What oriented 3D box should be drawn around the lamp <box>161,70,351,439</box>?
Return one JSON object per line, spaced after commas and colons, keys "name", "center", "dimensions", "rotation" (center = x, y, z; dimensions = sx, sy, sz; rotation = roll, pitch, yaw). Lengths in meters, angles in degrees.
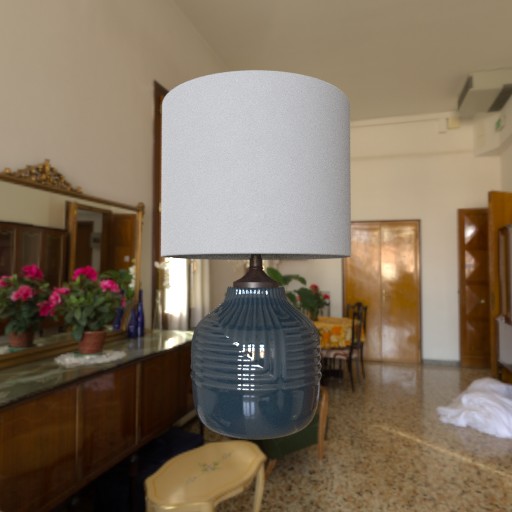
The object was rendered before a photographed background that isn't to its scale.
{"name": "lamp", "center": [0.000, 0.000, 0.757], "dimensions": [0.318, 0.567, 0.318], "rotation": [0, -2, 0]}
